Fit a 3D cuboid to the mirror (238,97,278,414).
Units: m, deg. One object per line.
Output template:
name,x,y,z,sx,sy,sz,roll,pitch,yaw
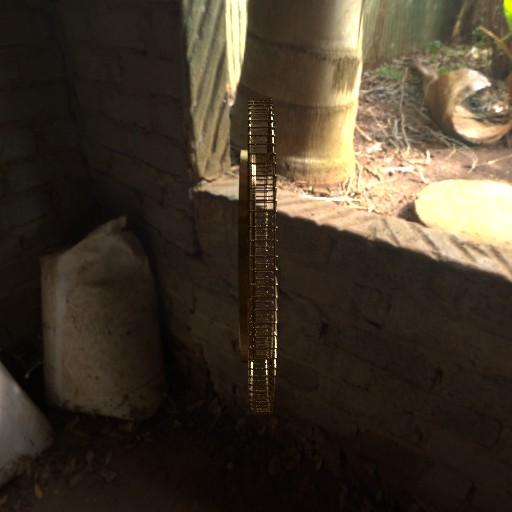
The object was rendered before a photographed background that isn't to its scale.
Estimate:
mirror,0.000,0.000,1.044,0.067,0.703,0.703,0,31,0
